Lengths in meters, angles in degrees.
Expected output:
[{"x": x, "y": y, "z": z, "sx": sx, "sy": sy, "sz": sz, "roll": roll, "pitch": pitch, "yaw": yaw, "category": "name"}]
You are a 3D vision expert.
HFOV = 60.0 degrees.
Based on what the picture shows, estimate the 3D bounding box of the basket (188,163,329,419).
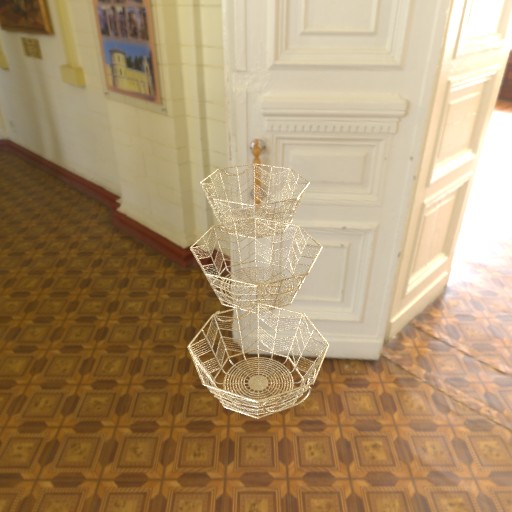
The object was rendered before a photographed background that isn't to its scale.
[{"x": 0.000, "y": 0.000, "z": 1.434, "sx": 0.432, "sy": 0.178, "sz": 1.246, "roll": 0, "pitch": 32, "yaw": -1, "category": "basket"}]
